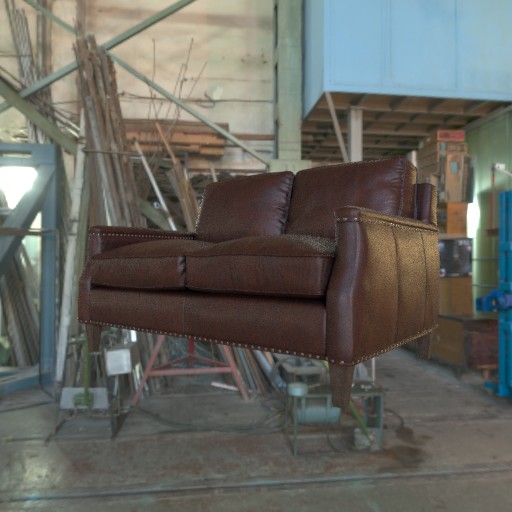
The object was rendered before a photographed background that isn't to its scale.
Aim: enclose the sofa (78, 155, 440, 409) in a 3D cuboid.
[{"bbox_3d":[0.000,0.000,2.283,1.628,1.003,1.083,0,0,38],"label":"sofa"}]
